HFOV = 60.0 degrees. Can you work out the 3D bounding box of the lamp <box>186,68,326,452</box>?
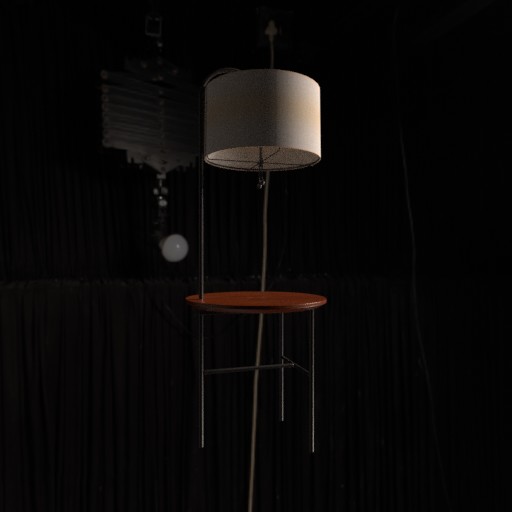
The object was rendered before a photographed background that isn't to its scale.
[{"bbox_3d":[0.000,0.000,1.825,0.573,1.517,0.573,0,0,0],"label":"lamp"}]
